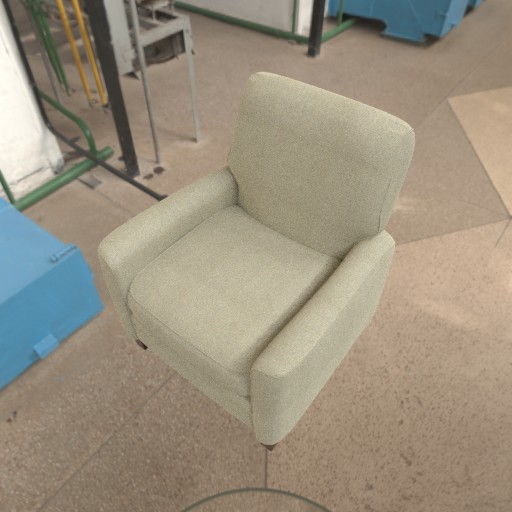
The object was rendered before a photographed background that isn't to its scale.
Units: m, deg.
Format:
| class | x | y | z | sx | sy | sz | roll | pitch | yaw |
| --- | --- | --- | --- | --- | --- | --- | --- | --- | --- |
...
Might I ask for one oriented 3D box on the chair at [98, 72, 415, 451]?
| class | x | y | z | sx | sy | sz | roll | pitch | yaw |
| --- | --- | --- | --- | --- | --- | --- | --- | --- | --- |
| chair | 0.000 | 0.000 | 1.643 | 0.850 | 1.006 | 0.853 | 30 | 53 | 25 |
